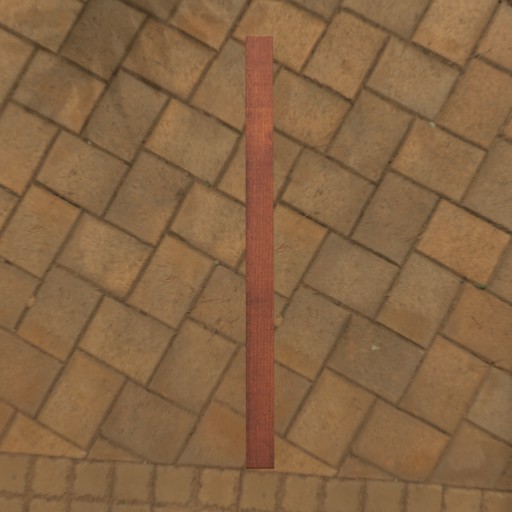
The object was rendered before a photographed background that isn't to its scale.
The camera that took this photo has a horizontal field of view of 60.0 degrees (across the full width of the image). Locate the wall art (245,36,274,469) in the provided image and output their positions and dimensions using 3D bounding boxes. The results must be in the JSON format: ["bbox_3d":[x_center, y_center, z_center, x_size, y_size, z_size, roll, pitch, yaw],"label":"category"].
[{"bbox_3d":[0.000,0.000,0.853,0.037,0.572,0.554,0,88,-1],"label":"wall art"}]
